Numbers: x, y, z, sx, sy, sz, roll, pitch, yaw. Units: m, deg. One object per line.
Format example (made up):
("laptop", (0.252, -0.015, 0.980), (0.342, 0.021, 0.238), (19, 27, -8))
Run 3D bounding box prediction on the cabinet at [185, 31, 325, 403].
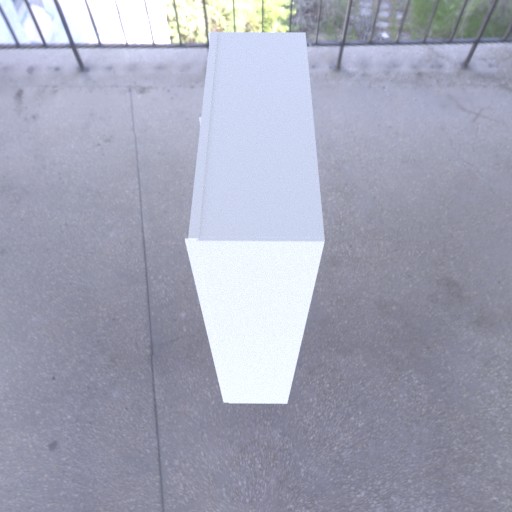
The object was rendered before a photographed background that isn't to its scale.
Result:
("cabinet", (0.000, 0.000, 2.756), (0.480, 2.160, 1.250), (0, 57, 0))
